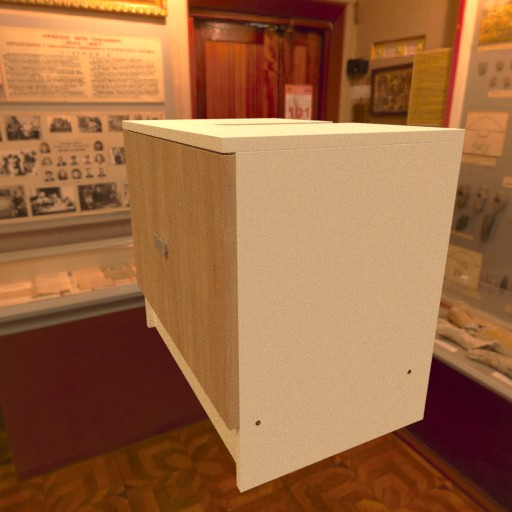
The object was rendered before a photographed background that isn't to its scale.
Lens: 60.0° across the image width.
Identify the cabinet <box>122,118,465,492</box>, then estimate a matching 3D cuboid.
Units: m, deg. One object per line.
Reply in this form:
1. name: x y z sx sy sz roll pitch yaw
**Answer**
1. cabinet: 0.000 0.000 0.914 0.400 0.522 0.600 -9 21 -25
